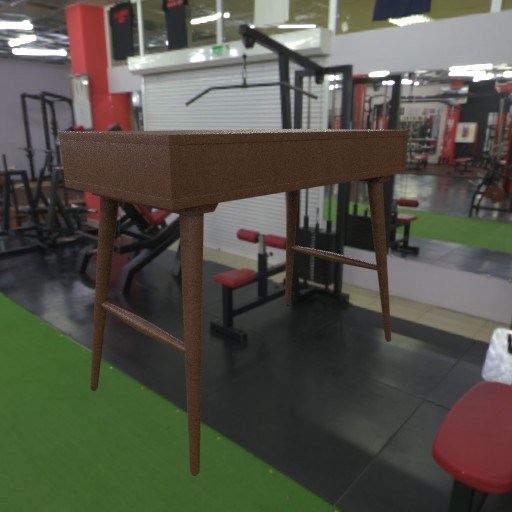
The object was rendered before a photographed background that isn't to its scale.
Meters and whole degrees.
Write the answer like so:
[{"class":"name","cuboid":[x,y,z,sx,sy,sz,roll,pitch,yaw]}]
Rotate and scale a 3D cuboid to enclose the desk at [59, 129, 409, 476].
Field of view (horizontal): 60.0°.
[{"class":"desk","cuboid":[0.000,0.000,1.394,0.510,0.758,0.949,15,22,42]}]
